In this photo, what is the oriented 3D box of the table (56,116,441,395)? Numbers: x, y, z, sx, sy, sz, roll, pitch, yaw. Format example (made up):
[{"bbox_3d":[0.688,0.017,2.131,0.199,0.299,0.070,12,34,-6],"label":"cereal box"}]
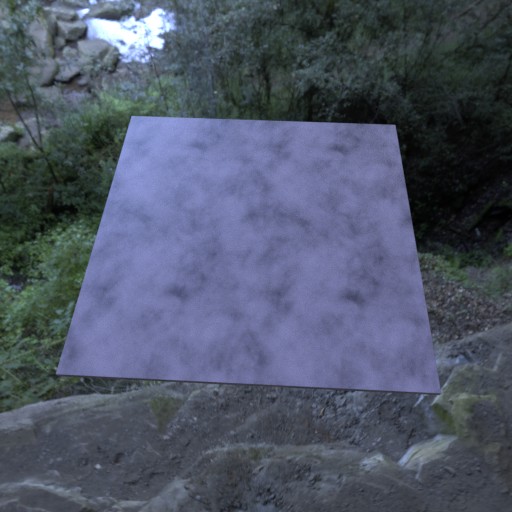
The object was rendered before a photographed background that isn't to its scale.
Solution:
[{"bbox_3d":[0.000,0.000,1.386,0.890,0.305,0.890,2,58,2],"label":"table"}]
